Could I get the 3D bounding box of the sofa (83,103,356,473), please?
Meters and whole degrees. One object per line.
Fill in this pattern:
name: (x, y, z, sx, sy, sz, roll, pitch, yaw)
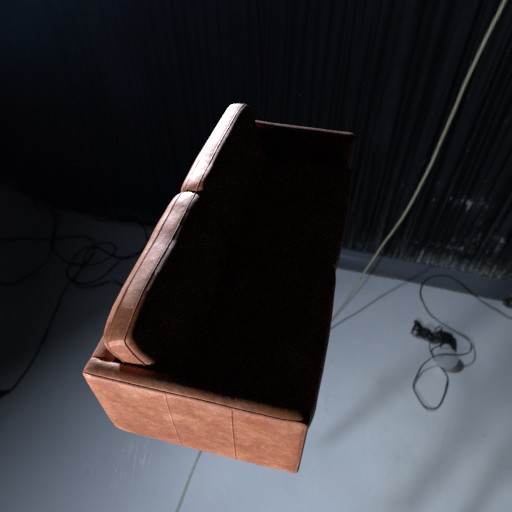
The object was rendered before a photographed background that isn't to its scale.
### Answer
sofa: (0.000, 0.000, 2.450, 0.923, 0.863, 1.971, 10, 48, 9)
